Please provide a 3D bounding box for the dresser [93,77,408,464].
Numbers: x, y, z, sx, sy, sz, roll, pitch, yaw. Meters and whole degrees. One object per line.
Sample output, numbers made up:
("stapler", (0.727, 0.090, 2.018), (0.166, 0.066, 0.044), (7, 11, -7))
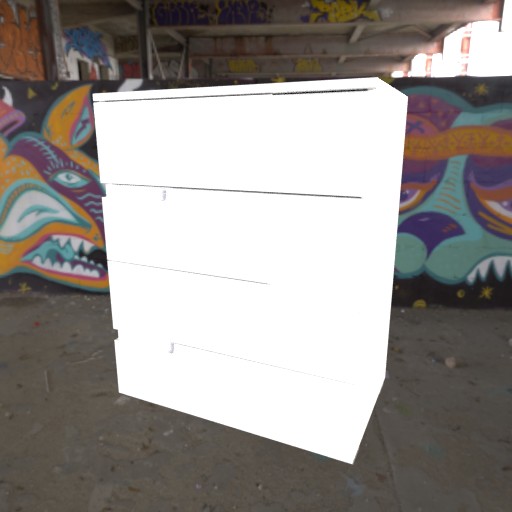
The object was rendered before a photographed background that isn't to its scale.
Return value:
("dresser", (0.000, 0.000, 1.169), (0.650, 0.800, 0.400), (7, 16, 25))
